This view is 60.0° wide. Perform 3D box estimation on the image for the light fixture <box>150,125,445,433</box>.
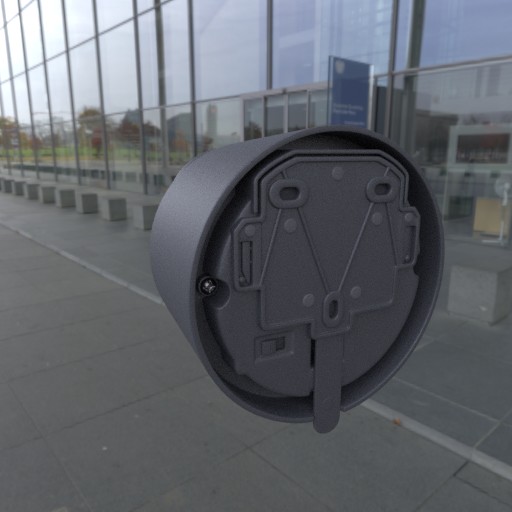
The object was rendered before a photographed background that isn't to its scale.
[{"bbox_3d":[0.000,0.000,0.266,0.134,0.143,0.160,-6,15,-25],"label":"light fixture"}]
